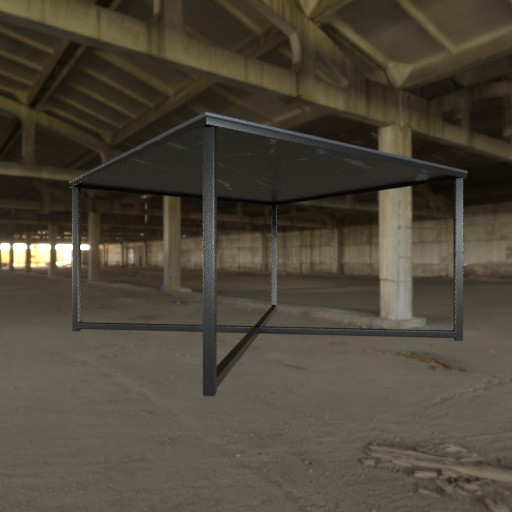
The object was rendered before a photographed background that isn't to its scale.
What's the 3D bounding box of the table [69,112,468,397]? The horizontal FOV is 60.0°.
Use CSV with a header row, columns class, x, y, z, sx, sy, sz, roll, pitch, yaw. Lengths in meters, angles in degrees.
class,x,y,z,sx,sy,sz,roll,pitch,yaw
table,0.000,0.000,1.250,0.800,0.450,0.800,0,0,-37
